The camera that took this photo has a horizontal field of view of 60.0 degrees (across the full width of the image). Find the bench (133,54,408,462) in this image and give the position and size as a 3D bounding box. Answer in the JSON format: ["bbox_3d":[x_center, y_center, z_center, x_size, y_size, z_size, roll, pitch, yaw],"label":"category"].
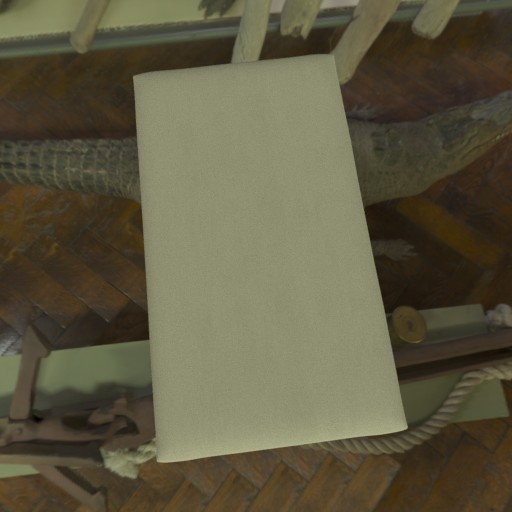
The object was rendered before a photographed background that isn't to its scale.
[{"bbox_3d":[0.000,0.000,1.167,0.500,0.449,0.887,-7,75,-2],"label":"bench"}]
